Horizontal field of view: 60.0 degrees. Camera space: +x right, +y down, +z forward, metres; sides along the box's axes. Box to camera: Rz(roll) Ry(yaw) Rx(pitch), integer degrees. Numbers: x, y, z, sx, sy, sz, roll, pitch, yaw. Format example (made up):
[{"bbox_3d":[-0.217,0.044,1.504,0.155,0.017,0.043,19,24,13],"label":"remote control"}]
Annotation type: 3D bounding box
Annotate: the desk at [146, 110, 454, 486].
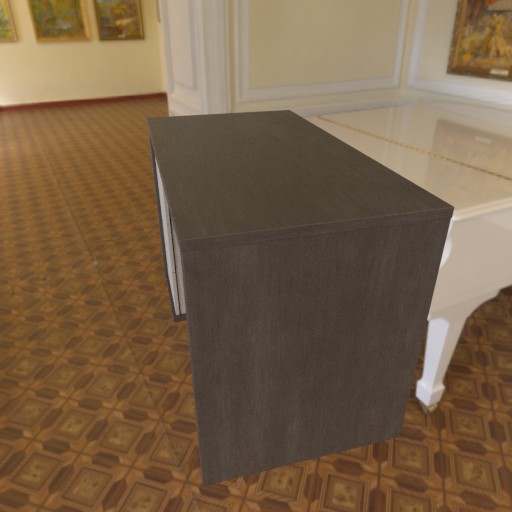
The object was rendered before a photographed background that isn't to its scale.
[{"bbox_3d":[0.000,0.000,1.545,0.600,0.750,1.100,-8,30,-13],"label":"desk"}]
